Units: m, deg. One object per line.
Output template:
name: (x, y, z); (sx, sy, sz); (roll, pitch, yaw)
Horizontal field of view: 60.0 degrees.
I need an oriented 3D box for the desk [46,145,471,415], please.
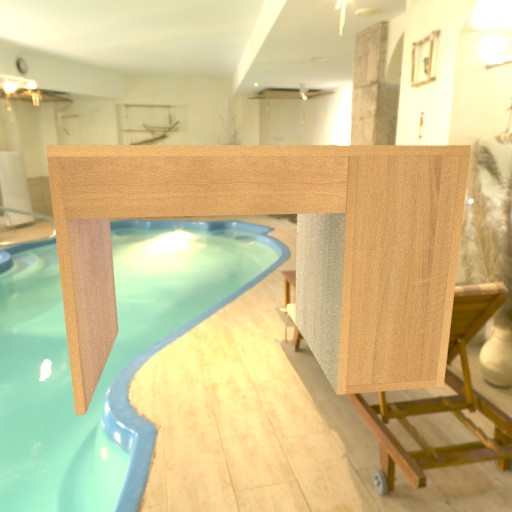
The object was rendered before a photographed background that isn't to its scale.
desk: (0.000, 0.000, 1.511); (1.100, 0.731, 0.600); (-2, 14, -8)
